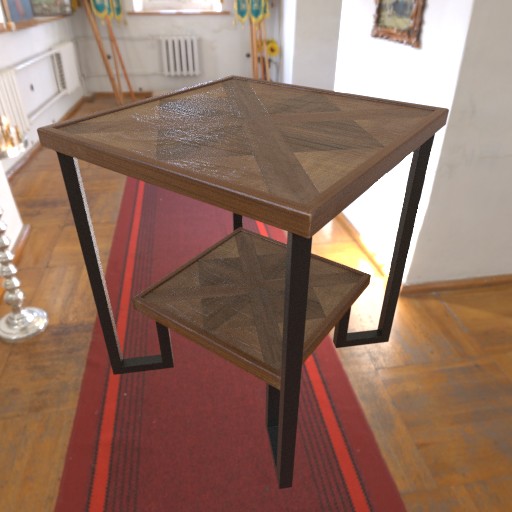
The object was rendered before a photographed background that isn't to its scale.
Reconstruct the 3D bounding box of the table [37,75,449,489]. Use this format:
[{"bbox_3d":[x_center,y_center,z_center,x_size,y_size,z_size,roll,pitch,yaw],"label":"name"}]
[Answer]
[{"bbox_3d":[0.000,0.000,0.908,0.503,0.563,0.503,22,39,29],"label":"table"}]
